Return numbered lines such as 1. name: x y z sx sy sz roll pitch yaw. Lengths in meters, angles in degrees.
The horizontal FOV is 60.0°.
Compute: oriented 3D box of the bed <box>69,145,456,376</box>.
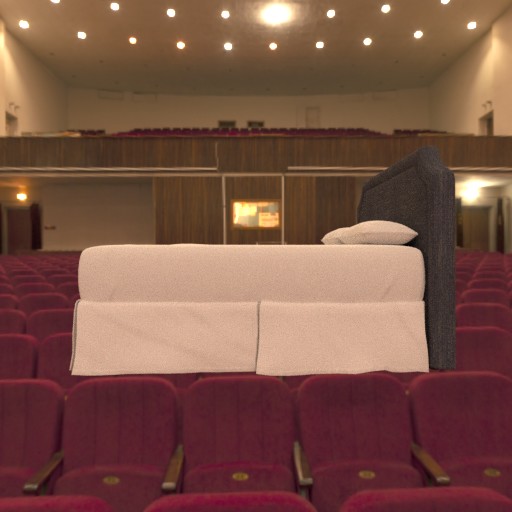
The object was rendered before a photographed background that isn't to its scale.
1. bed: 0.000 0.000 3.179 2.116 1.290 1.693 0 0 -1
